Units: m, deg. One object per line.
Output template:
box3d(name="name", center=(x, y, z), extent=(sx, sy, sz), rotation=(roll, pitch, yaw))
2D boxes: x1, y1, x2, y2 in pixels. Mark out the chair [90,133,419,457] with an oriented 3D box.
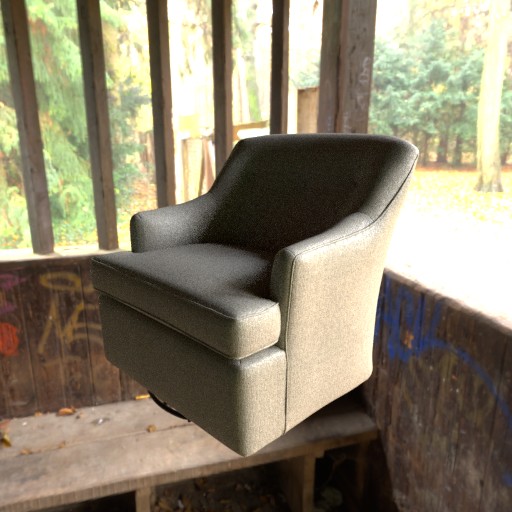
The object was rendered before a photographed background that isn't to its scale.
box3d(name="chair", center=(0.000, 0.000, 1.601), extent=(0.864, 0.856, 0.923), rotation=(15, 21, 43))
